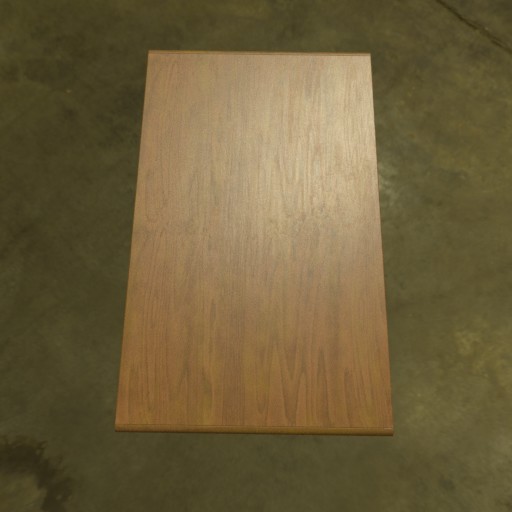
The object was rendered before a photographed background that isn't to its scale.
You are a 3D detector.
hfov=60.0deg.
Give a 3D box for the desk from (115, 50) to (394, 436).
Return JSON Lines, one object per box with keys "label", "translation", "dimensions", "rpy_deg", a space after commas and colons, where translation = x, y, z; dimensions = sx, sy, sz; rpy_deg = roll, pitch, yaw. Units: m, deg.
{"label": "desk", "translation": [0.000, 0.000, 1.537], "dimensions": [0.660, 0.754, 1.066], "rpy_deg": [1, 75, 0]}
